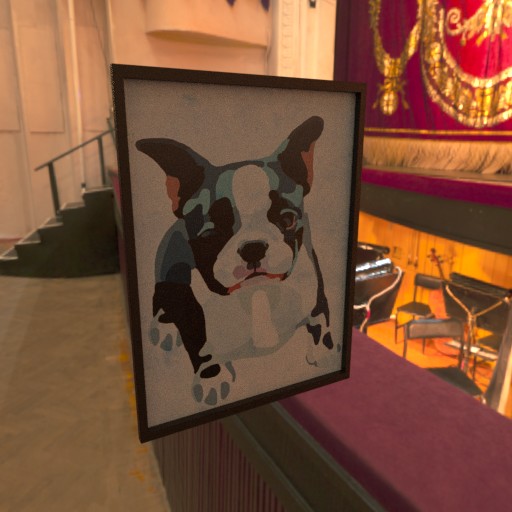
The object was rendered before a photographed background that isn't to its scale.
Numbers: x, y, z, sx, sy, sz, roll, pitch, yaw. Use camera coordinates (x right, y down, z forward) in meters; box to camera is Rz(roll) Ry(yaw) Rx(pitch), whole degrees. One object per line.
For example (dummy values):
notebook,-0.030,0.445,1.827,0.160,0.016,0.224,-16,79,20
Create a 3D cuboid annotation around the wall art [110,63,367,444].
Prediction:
wall art,0.000,0.000,1.348,0.774,1.027,0.030,-8,17,-27
